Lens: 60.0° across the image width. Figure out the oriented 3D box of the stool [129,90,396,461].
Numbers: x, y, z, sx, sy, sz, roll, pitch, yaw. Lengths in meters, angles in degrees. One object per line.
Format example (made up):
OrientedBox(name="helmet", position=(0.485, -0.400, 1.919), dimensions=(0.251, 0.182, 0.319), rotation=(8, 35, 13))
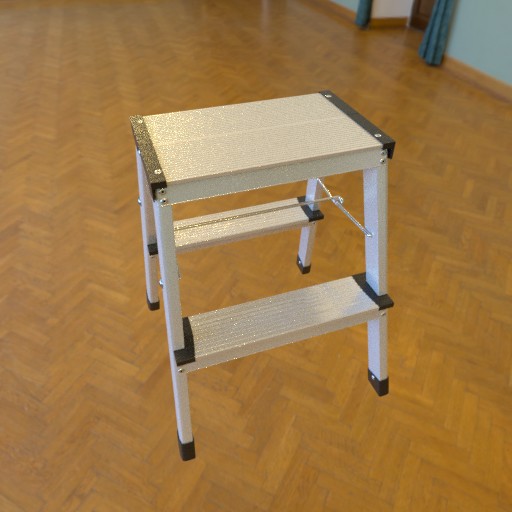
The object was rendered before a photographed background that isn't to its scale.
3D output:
OrientedBox(name="stool", position=(0.000, 0.000, 0.787), dimensions=(0.404, 0.480, 0.405), rotation=(-13, 42, -14))
